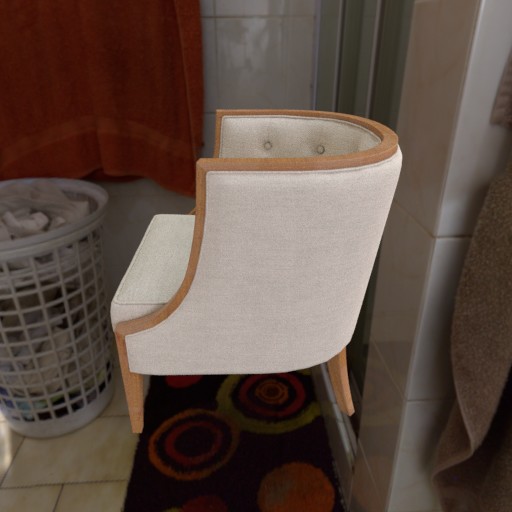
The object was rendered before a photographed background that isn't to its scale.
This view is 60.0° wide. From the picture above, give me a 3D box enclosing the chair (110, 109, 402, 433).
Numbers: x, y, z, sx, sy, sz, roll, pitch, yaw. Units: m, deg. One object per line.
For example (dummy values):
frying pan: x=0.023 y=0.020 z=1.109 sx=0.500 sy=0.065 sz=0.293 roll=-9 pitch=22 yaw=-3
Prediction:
chair: x=0.000 y=0.000 z=1.384 sx=0.757 sy=0.775 sz=0.711 roll=-1 pitch=27 yaw=-1
